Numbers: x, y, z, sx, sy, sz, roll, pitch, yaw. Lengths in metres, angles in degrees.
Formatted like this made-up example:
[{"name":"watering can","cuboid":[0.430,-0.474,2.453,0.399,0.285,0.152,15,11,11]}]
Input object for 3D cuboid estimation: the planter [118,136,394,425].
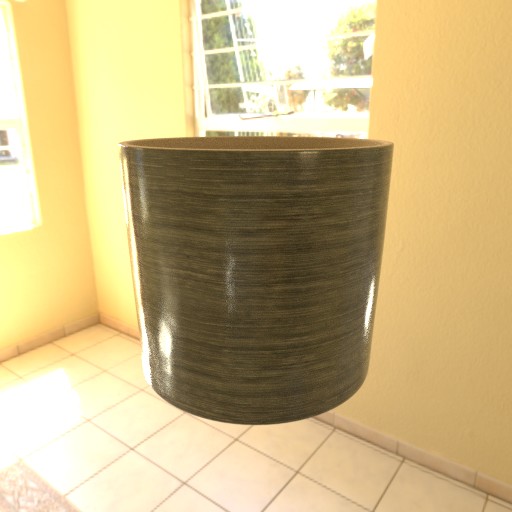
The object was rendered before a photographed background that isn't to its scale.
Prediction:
[{"name":"planter","cuboid":[0.000,0.000,0.400,0.221,0.201,0.221,0,17,0]}]
